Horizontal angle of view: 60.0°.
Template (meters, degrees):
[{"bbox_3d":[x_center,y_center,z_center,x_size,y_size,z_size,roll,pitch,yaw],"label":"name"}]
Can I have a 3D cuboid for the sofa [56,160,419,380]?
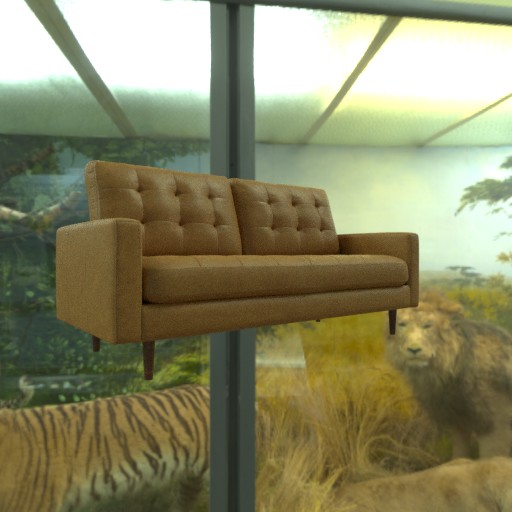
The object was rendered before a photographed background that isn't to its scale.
[{"bbox_3d":[0.000,0.000,2.331,1.821,0.898,0.850,0,0,-38],"label":"sofa"}]
